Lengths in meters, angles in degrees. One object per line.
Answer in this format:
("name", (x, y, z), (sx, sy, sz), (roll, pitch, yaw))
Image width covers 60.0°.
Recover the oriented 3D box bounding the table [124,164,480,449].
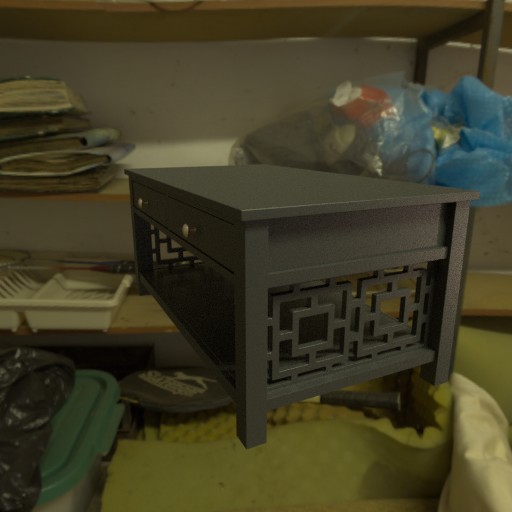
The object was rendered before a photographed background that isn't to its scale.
("table", (0.000, 0.000, 1.406), (0.612, 0.493, 1.068), (-7, 17, -25))
